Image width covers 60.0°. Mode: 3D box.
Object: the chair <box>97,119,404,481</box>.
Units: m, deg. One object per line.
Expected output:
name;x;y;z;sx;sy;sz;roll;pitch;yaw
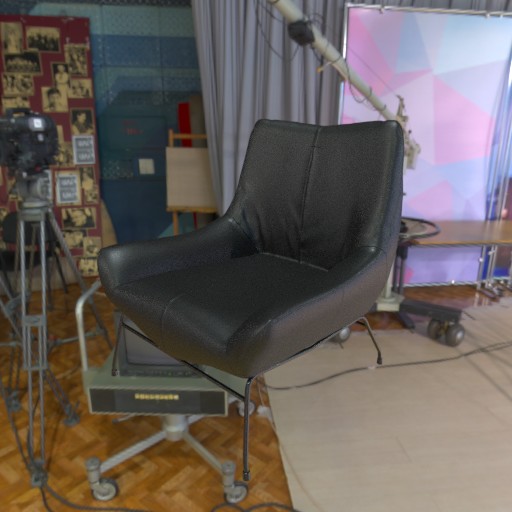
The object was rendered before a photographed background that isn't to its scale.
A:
chair;0.000;0.000;1.574;0.836;0.922;0.826;17;24;42
